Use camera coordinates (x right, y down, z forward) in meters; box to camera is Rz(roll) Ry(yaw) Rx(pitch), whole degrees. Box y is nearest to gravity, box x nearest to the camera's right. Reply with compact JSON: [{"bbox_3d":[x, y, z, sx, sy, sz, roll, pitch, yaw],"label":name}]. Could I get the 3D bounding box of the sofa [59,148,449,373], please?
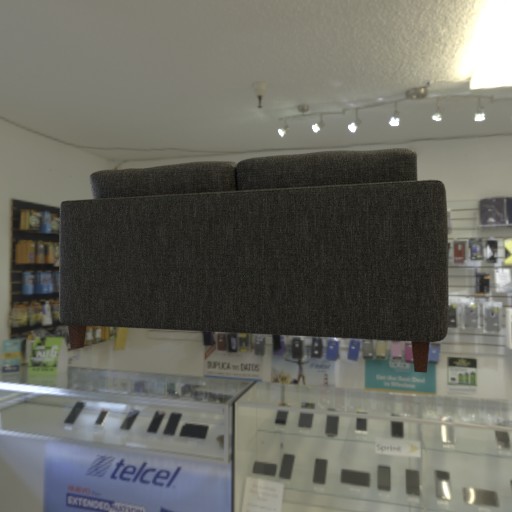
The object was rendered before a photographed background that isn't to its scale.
[{"bbox_3d":[0.000,0.000,2.448,1.884,0.963,0.950,0,-2,18],"label":"sofa"}]
